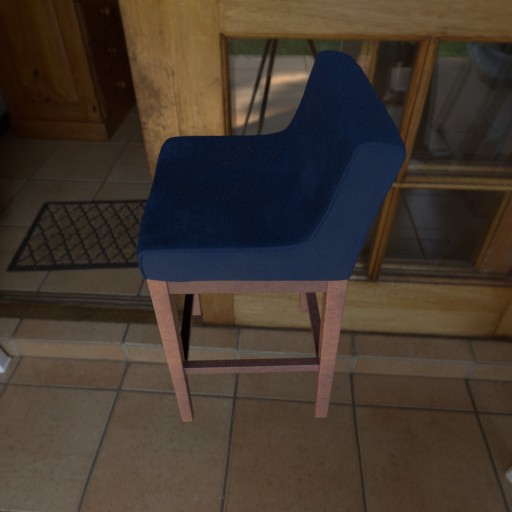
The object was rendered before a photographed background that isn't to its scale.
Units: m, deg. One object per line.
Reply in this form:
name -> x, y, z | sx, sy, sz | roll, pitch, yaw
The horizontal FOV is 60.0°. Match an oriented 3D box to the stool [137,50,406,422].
stool -> 0.000, 0.000, 1.227 | 0.516, 0.945, 0.511 | -1, 41, -1
